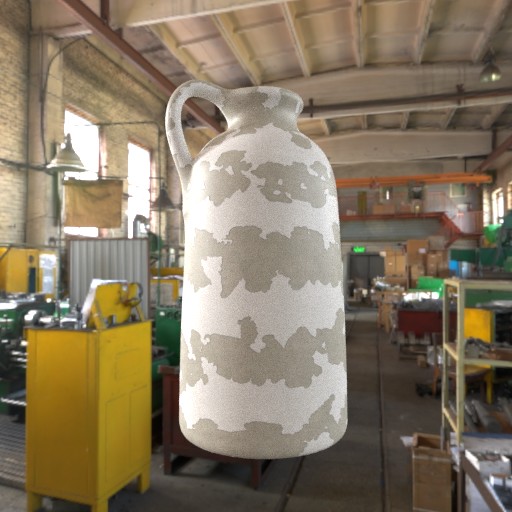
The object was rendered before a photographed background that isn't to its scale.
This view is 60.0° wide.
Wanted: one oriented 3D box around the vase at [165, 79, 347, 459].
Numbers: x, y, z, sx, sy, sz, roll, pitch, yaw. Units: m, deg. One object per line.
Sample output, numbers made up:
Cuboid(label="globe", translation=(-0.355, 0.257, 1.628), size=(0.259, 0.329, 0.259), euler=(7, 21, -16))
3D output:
Cuboid(label="vase", translation=(0.000, 0.000, 0.500), size=(0.203, 0.382, 0.186), euler=(0, -1, -18))
